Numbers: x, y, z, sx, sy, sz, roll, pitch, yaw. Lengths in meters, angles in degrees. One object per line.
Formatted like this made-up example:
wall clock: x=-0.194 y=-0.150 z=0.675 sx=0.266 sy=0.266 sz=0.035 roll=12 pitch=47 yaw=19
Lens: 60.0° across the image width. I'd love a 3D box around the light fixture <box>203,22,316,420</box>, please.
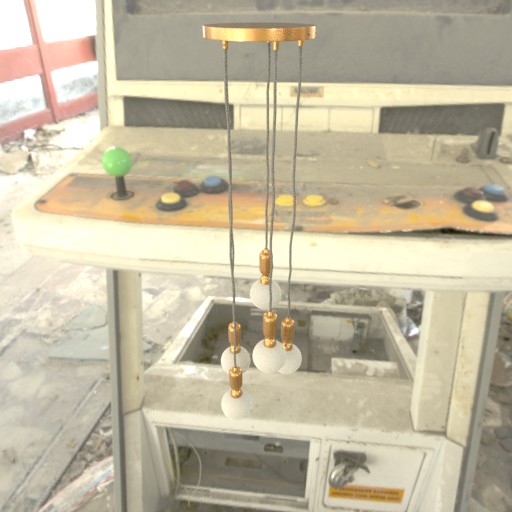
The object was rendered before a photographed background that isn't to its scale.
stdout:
light fixture: x=0.000 y=0.000 z=0.494 sx=0.105 sy=0.457 sz=0.108 roll=18 pitch=35 yaw=28
